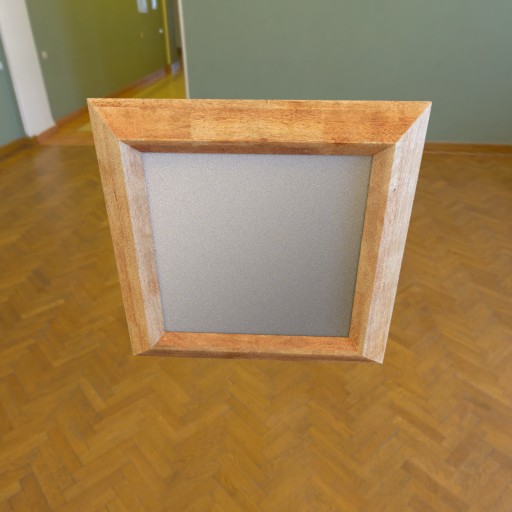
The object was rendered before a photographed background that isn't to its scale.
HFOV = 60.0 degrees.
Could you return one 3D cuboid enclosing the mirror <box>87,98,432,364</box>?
[{"bbox_3d":[0.000,0.000,0.976,0.651,0.651,0.047,1,30,2],"label":"mirror"}]
